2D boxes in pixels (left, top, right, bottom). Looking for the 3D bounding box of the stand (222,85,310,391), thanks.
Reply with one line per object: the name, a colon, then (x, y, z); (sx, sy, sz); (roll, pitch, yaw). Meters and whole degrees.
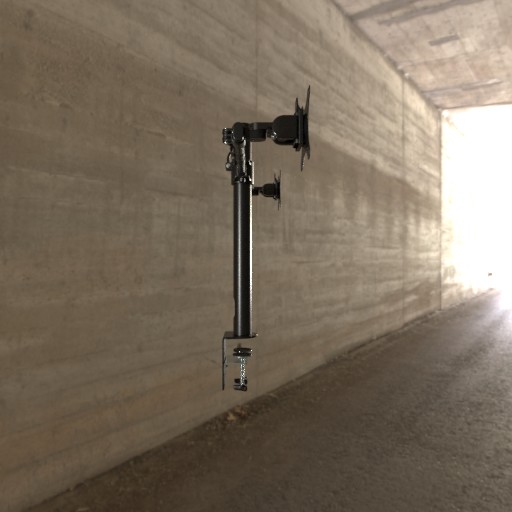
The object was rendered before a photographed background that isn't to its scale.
stand: (0.000, 0.000, 1.021); (0.150, 0.603, 0.743); (0, 0, -1)
